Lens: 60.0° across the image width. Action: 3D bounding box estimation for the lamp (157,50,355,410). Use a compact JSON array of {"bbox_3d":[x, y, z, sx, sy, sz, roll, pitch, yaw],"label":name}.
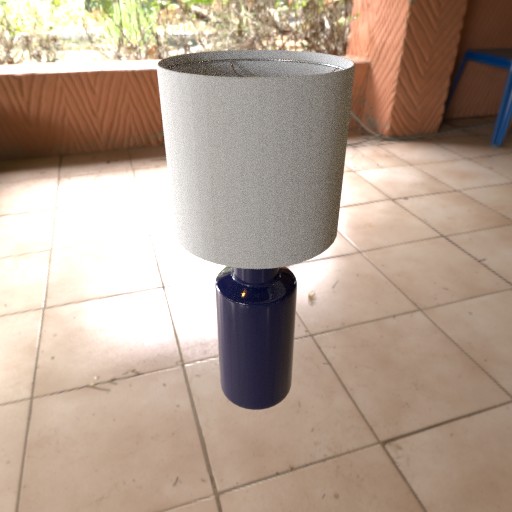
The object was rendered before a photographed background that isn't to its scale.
[{"bbox_3d":[0.000,0.000,0.607,0.212,0.493,0.212,-10,32,-16],"label":"lamp"}]
